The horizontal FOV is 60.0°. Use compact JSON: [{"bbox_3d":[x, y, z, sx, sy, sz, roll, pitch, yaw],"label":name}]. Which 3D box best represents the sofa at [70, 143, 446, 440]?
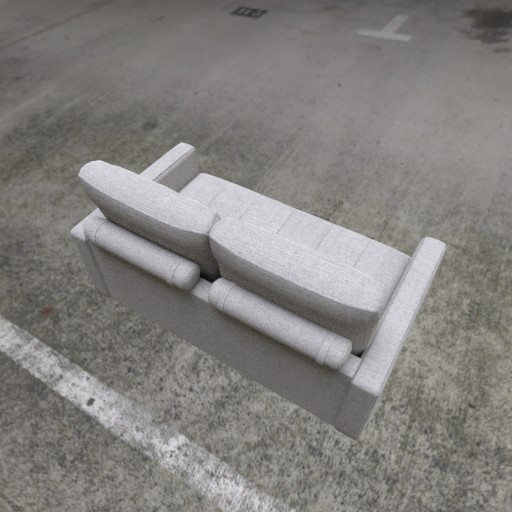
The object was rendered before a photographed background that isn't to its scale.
[{"bbox_3d":[0.000,0.000,1.955,1.407,0.907,0.842,25,53,20],"label":"sofa"}]
